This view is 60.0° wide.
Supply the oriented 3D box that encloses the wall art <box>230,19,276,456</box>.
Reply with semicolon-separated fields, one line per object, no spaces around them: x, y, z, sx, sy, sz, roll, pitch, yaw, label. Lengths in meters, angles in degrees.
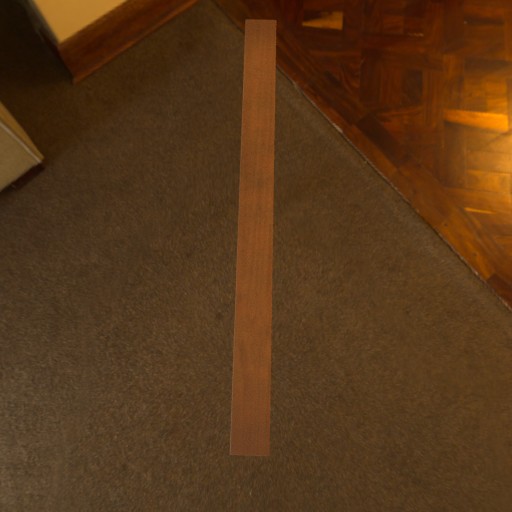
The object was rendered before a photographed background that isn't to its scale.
0.000;0.000;0.549;0.030;0.328;0.401;1;76;0;wall art
